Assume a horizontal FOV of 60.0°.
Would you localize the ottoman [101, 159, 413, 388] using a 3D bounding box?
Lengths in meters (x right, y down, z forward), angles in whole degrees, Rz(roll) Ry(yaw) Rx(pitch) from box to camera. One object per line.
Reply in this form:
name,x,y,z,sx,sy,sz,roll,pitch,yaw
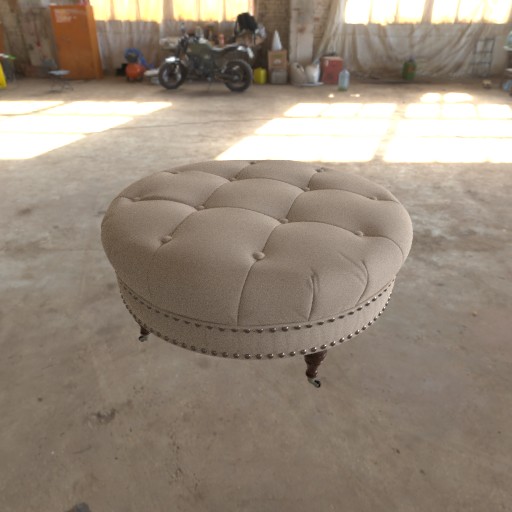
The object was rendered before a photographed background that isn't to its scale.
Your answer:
ottoman,0.000,0.000,1.404,0.901,0.439,0.901,0,30,0
